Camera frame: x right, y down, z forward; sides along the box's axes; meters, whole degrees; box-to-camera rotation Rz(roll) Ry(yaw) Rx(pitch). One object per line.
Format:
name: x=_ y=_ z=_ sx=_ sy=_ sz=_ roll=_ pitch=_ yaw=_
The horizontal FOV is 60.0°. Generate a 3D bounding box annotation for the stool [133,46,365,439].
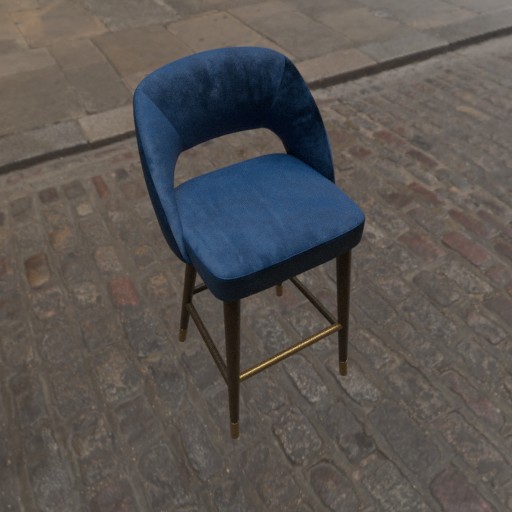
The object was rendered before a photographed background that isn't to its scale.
stool: x=0.000 y=0.000 z=1.305 sx=0.514 sy=1.016 sz=0.515 roll=-23 pitch=50 yaw=-21
